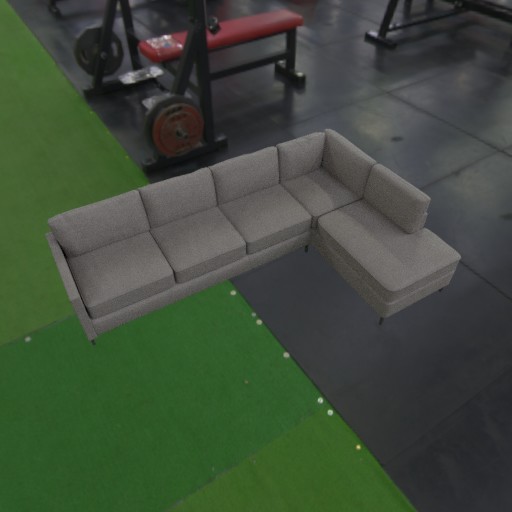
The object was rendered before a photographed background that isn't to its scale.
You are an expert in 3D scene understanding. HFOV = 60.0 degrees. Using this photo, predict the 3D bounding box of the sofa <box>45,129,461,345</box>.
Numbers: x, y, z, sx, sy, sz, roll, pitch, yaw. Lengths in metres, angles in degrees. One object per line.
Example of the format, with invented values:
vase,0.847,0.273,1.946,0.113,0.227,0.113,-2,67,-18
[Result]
sofa,0.000,0.000,4.246,3.331,0.964,2.077,-23,50,-21
